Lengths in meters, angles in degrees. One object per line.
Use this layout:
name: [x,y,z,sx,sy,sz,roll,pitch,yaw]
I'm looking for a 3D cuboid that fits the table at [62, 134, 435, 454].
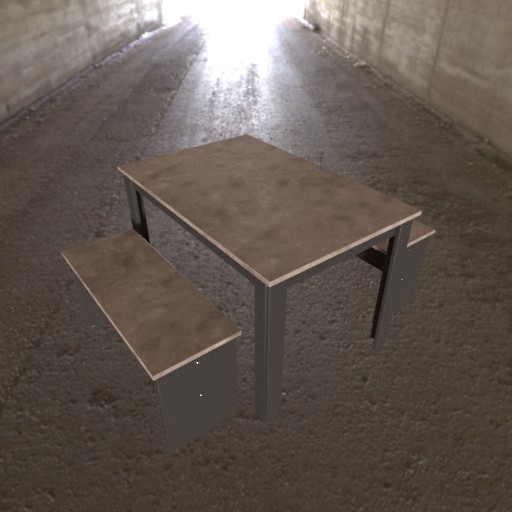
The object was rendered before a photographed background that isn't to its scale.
table: [0.000,0.000,2.029,1.443,0.700,1.100,-23,40,-30]
